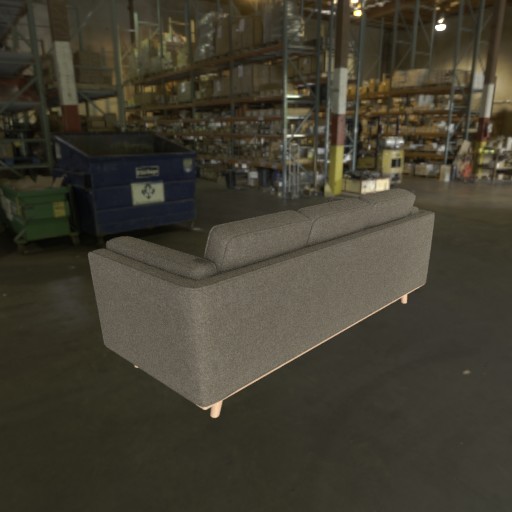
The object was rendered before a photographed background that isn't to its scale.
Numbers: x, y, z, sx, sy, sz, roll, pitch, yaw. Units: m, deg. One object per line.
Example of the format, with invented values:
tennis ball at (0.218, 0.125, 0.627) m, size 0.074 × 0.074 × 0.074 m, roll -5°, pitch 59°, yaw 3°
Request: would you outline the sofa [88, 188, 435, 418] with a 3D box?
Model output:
sofa at (0.000, 0.000, 3.183) m, size 1.604 × 0.929 × 2.411 m, roll 15°, pitch 22°, yaw 42°
